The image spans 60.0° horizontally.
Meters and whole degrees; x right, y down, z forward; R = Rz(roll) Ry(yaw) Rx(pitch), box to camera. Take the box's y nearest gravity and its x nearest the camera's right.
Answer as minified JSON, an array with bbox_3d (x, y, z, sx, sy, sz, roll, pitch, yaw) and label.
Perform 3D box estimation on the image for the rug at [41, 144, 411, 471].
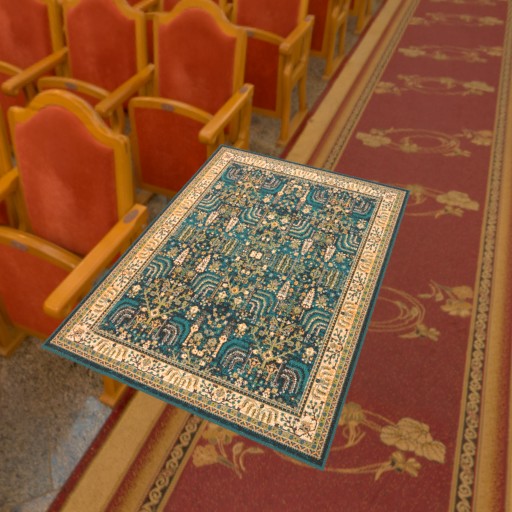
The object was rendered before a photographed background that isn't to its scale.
[{"bbox_3d":[0.000,0.000,4.006,2.226,0.015,3.044,17,49,16],"label":"rug"}]
